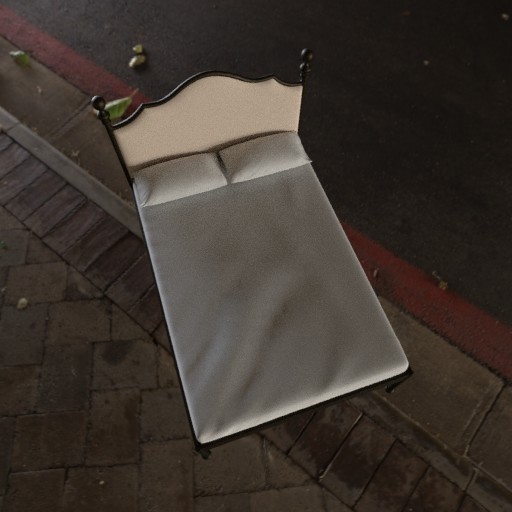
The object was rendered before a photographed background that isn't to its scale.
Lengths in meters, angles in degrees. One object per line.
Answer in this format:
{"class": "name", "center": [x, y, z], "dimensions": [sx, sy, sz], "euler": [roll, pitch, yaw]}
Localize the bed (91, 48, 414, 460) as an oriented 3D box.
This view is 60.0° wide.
{"class": "bed", "center": [0.000, 0.000, 3.106], "dimensions": [1.533, 1.462, 2.170], "euler": [-16, 63, -9]}
